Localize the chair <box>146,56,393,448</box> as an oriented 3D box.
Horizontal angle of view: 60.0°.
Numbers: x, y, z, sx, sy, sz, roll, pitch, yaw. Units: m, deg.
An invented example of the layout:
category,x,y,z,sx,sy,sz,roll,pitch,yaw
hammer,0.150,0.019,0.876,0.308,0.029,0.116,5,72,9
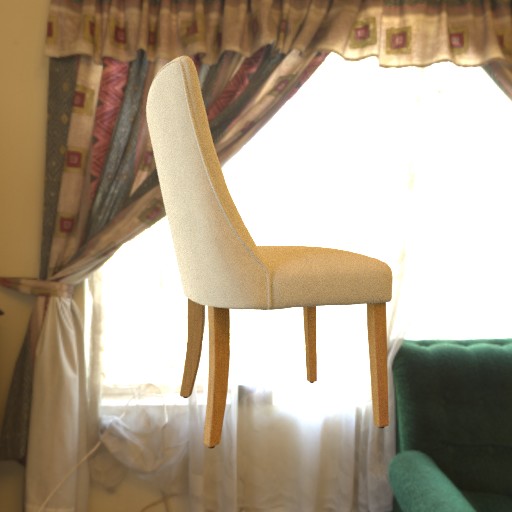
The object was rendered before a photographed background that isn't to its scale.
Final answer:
category,x,y,z,sx,sy,sz,roll,pitch,yaw
chair,0.000,0.000,1.278,0.610,0.902,0.495,0,0,-18
